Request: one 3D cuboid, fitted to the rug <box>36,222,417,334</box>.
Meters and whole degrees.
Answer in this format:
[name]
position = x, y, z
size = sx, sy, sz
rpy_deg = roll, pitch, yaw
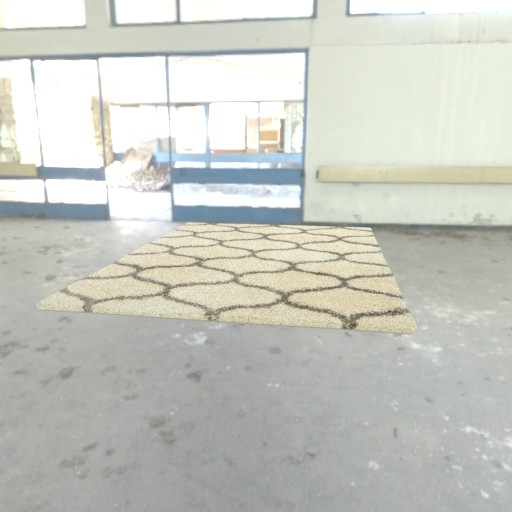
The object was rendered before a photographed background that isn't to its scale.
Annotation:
[rug]
position = 0.000, 0.000, 2.114
size = 1.200, 0.025, 1.600
rpy_deg = 2, 14, 9
